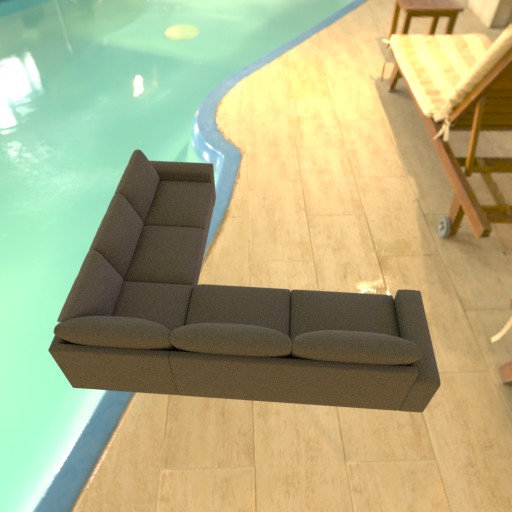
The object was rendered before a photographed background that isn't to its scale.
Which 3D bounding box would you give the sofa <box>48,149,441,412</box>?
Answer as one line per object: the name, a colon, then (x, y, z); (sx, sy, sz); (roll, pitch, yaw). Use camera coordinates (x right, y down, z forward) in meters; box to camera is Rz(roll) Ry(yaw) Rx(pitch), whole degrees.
sofa: (0.000, 0.000, 4.796); (3.277, 0.965, 2.895); (3, 47, 3)
